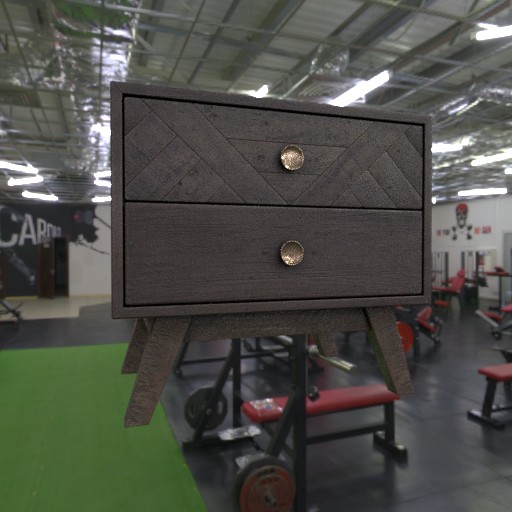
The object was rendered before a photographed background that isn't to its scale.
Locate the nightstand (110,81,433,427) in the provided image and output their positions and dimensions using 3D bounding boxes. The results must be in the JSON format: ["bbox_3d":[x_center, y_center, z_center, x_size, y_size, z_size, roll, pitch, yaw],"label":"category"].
[{"bbox_3d":[0.000,0.000,1.050,0.650,0.599,0.450,0,1,-18],"label":"nightstand"}]
